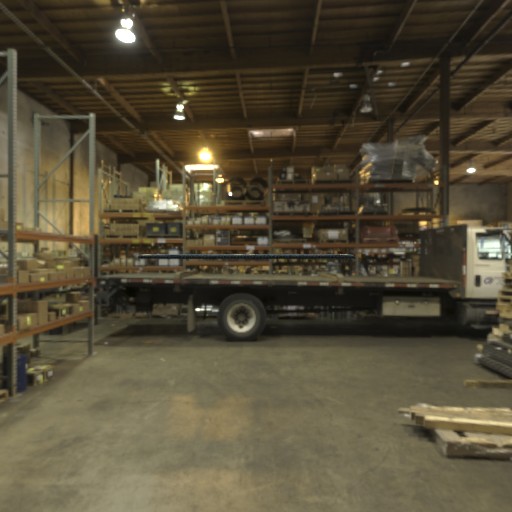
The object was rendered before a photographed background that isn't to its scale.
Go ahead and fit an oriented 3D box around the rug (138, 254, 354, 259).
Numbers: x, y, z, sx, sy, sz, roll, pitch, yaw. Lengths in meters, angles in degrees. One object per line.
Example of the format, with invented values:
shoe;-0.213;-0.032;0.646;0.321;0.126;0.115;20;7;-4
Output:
rug;0.000;0.000;2.515;0.678;0.014;2.276;0;0;2
